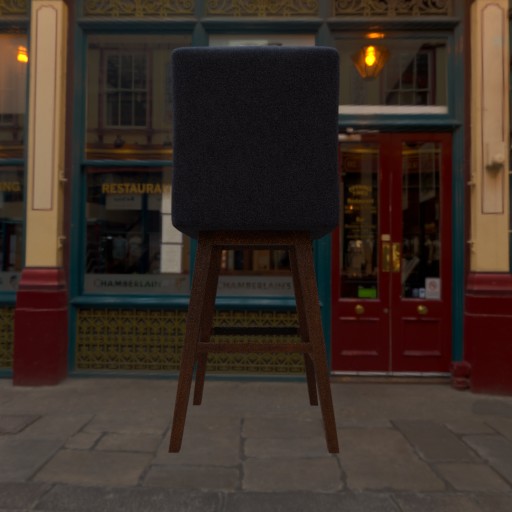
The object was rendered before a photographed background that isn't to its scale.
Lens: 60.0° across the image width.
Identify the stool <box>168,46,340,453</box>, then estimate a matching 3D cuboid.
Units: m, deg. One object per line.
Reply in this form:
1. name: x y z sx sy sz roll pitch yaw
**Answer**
1. stool: 0.000 0.000 1.388 0.489 1.068 0.572 0 -2 1
